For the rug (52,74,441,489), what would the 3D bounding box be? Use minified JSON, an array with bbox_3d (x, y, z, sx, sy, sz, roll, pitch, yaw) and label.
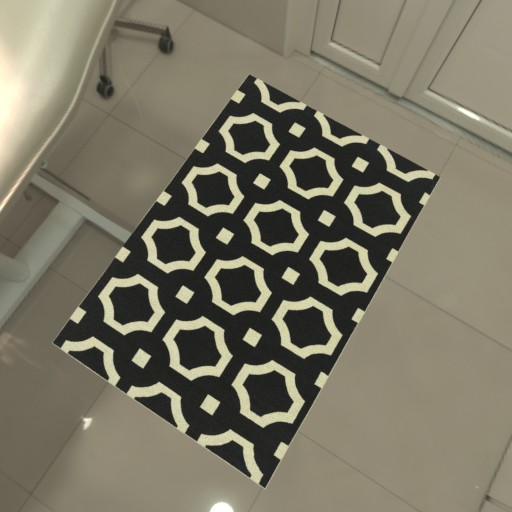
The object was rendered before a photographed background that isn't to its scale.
[{"bbox_3d":[0.000,0.000,2.885,1.555,0.016,2.286,31,77,8],"label":"rug"}]
